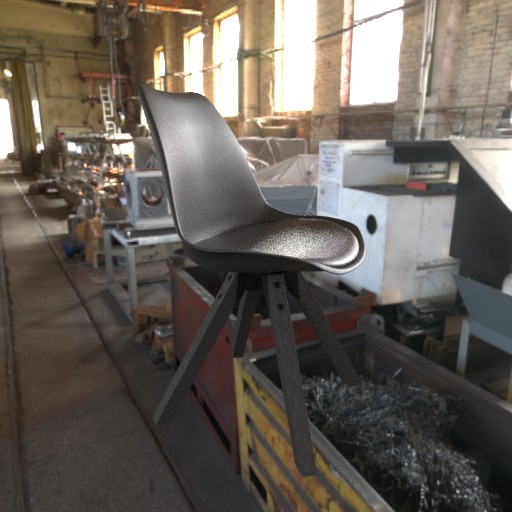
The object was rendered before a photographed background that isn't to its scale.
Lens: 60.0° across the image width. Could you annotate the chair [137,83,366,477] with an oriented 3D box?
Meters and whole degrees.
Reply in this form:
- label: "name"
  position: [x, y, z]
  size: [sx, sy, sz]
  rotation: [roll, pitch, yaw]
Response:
- label: "chair"
  position: [0.000, 0.000, 1.160]
  size: [0.550, 0.850, 0.485]
  rotation: [7, 17, 26]
